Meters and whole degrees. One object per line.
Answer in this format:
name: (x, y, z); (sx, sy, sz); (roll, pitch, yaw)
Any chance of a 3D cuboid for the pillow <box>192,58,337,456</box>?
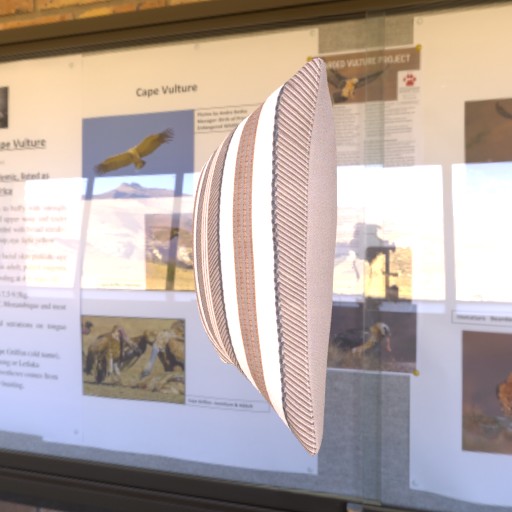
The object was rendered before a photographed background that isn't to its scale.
pillow: (0.000, 0.000, 0.635); (0.173, 0.401, 0.416); (0, 1, -17)
